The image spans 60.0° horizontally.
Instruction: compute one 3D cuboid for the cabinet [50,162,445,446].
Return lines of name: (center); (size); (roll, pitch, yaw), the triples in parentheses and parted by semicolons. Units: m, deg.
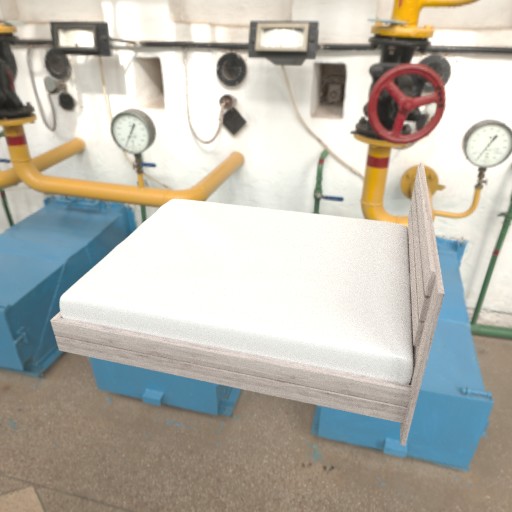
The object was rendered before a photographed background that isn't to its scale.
cabinet: (0.000, 0.000, 3.012); (2.080, 0.970, 1.750); (8, 31, 13)
